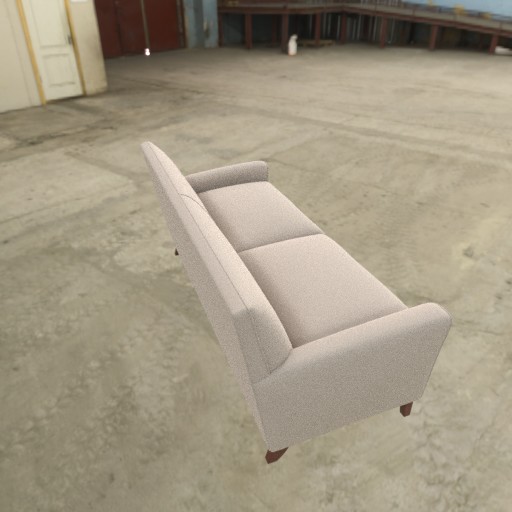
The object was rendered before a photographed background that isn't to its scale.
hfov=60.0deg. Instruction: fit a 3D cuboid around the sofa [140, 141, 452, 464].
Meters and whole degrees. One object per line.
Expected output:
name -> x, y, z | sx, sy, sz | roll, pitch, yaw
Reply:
sofa -> 0.000, 0.000, 2.429 | 0.875, 0.846, 2.000 | -11, 32, -18
